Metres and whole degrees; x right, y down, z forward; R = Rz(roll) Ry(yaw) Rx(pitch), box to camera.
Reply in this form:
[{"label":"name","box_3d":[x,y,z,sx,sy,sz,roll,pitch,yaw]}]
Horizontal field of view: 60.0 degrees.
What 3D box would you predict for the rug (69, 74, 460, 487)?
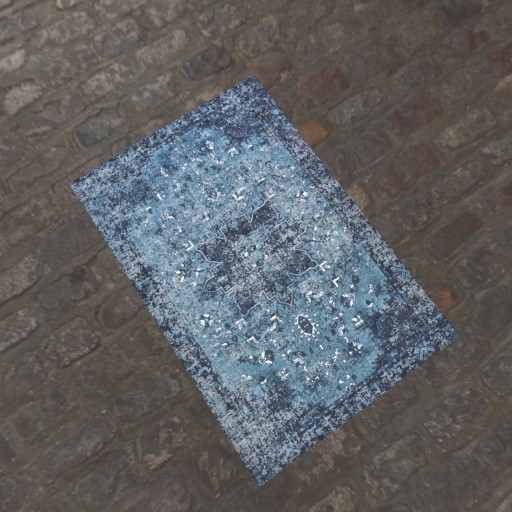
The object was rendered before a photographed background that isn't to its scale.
[{"label":"rug","box_3d":[0.000,0.000,2.314,1.219,0.005,1.828,-34,78,-8]}]
